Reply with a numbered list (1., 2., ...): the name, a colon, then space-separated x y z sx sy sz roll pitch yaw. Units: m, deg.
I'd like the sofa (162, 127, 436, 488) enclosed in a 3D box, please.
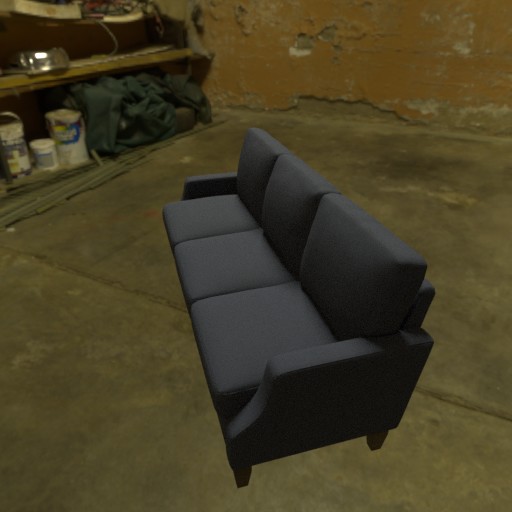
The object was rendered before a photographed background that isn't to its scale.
1. sofa: 0.000 0.000 2.539 0.888 0.984 2.115 -8 31 -14
